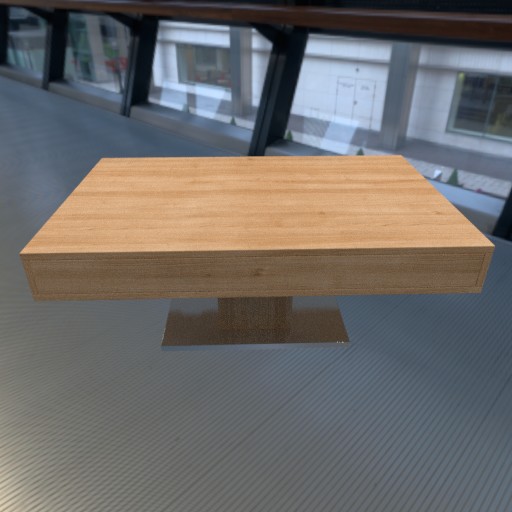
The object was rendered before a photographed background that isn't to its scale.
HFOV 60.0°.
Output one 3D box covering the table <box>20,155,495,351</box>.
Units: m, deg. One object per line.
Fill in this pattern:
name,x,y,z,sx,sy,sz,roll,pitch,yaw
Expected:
table,0.000,0.000,1.436,1.100,0.440,0.700,-1,30,-2
